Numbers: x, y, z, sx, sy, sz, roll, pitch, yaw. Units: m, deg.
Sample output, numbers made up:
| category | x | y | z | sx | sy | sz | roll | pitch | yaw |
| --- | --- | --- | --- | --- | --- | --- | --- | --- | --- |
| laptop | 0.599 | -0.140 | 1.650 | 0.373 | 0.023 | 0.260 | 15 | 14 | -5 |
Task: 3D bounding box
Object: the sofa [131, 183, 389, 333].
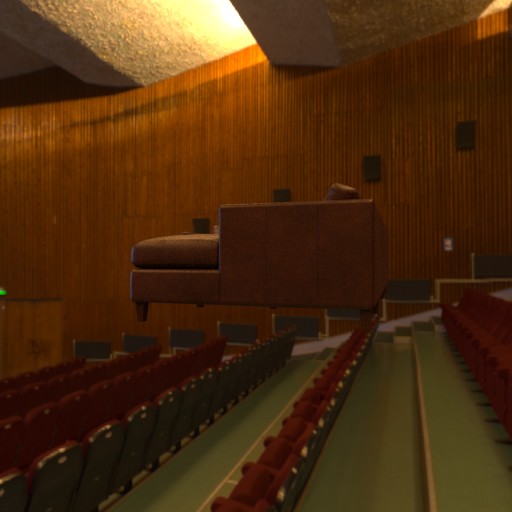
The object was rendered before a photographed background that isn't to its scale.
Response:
| category | x | y | z | sx | sy | sz | roll | pitch | yaw |
| --- | --- | --- | --- | --- | --- | --- | --- | --- | --- |
| sofa | 0.000 | 0.000 | 4.388 | 2.452 | 0.891 | 3.324 | 0 | 0 | 18 |
